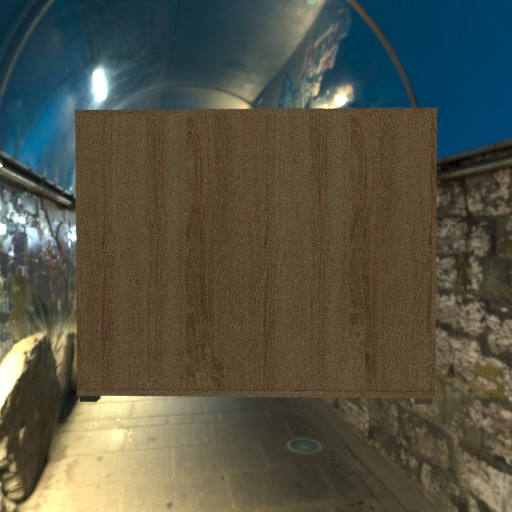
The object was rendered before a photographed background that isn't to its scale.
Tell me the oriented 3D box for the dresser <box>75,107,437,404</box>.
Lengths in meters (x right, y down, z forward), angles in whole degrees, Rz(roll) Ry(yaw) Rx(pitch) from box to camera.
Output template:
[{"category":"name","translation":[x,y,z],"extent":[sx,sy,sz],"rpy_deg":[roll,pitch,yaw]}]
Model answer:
[{"category":"dresser","translation":[0.000,0.000,1.575],"extent":[1.100,0.900,0.450],"rpy_deg":[0,1,1]}]
